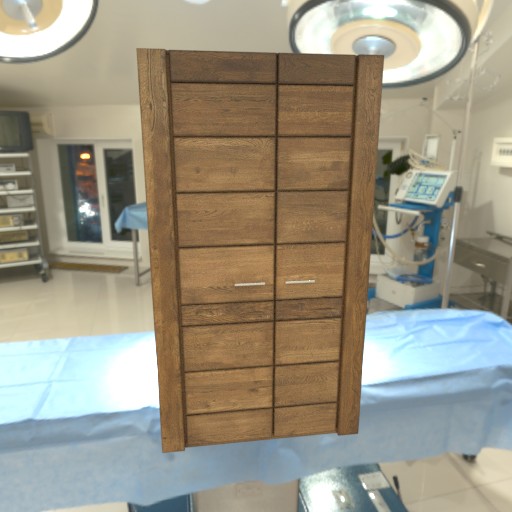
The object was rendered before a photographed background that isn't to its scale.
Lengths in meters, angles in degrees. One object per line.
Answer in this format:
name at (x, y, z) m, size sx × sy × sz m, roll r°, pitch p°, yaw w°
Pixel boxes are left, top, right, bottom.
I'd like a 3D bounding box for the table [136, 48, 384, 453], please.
table at (0.000, 0.000, 2.466) m, size 1.100 × 2.000 × 0.600 m, roll -2°, pitch 15°, yaw -8°
